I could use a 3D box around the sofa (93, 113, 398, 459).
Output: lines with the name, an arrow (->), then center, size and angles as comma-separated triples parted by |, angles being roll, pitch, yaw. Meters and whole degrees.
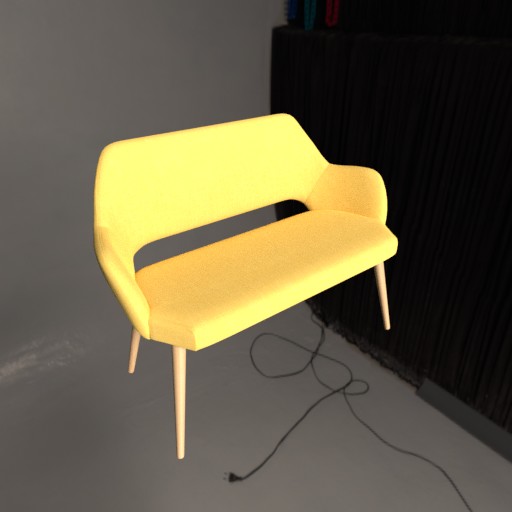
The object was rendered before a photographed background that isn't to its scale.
sofa -> 0.000, 0.000, 1.630 | 1.150, 0.840, 0.610 | -21, 36, -33
